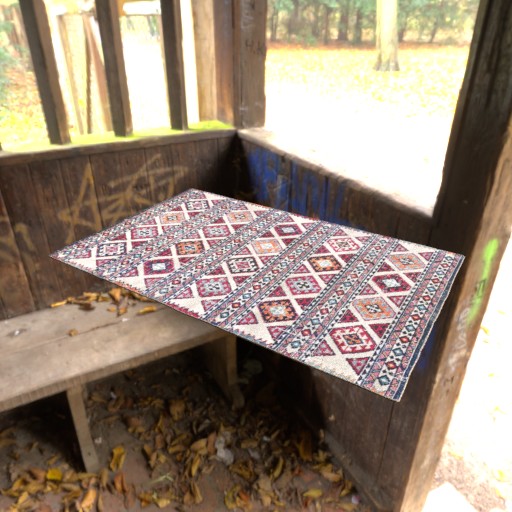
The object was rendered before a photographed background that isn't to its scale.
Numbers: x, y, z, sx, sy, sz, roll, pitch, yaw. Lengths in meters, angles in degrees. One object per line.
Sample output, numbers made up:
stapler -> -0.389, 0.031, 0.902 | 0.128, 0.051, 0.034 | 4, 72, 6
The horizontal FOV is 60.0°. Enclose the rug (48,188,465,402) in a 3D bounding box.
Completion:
rug -> 0.000, 0.000, 3.052 | 2.440, 0.010, 1.545 | 17, 34, 28
